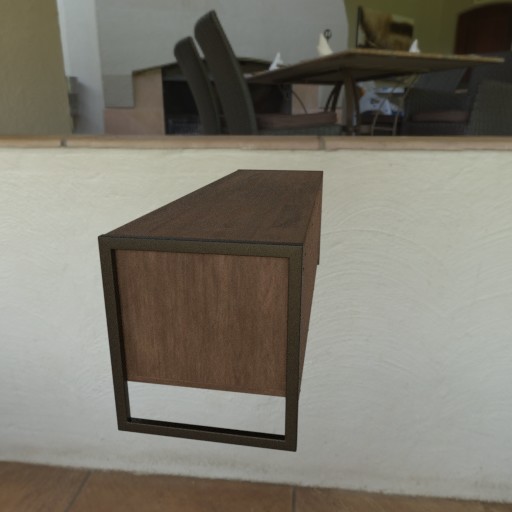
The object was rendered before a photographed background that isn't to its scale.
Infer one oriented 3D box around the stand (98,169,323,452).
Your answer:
[{"bbox_3d":[0.000,0.000,1.708,0.454,0.506,1.480,3,17,9],"label":"stand"}]
